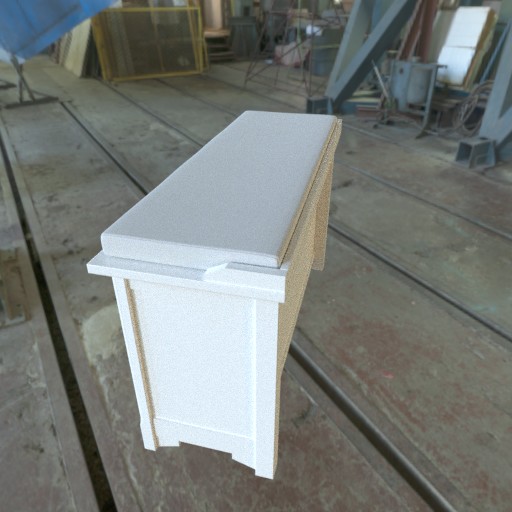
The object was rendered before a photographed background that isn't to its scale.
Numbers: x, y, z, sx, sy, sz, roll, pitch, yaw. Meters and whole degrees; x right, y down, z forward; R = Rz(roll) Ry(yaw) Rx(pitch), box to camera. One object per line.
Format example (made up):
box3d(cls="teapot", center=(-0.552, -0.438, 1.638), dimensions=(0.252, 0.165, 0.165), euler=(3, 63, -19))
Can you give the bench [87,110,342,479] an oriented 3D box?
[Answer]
box3d(cls="bench", center=(0.000, 0.000, 1.259), dimensions=(0.346, 0.589, 0.987), euler=(8, 32, 12))
